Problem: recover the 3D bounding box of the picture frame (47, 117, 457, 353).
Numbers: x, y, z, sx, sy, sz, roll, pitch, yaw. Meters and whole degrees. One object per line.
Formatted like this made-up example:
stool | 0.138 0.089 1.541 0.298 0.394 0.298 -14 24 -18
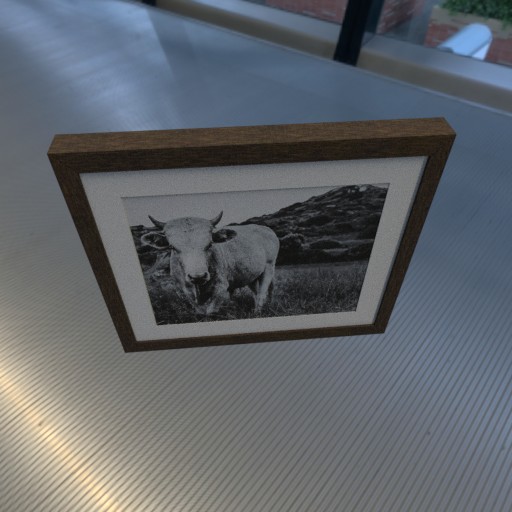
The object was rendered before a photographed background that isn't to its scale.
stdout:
picture frame | 0.000 0.000 0.538 0.378 0.330 0.033 -4 46 -4
